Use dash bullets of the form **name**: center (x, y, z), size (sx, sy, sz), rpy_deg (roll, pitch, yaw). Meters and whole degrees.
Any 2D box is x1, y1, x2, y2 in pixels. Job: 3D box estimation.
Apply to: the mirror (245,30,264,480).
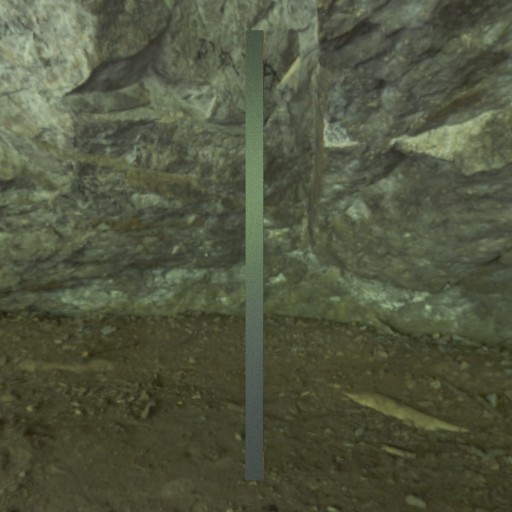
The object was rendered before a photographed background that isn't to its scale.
- **mirror**: center (0.000, 0.000, 1.275), size (0.047, 1.123, 0.343), rpy_deg (0, 1, 1)
